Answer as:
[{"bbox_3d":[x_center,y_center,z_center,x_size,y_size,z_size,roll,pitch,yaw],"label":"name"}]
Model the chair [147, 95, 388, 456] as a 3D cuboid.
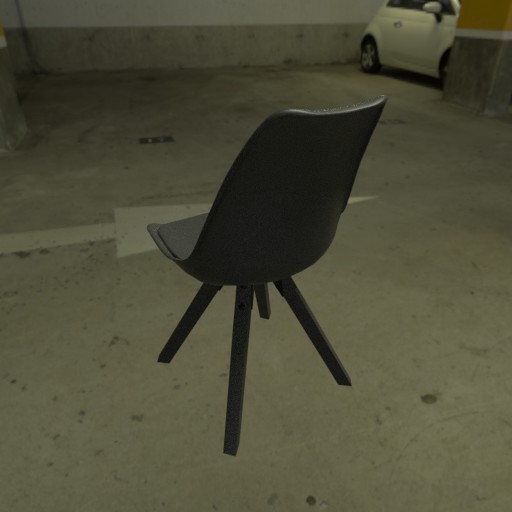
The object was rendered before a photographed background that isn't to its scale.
[{"bbox_3d":[0.000,0.000,1.161,0.485,0.850,0.550,-19,34,-30],"label":"chair"}]
